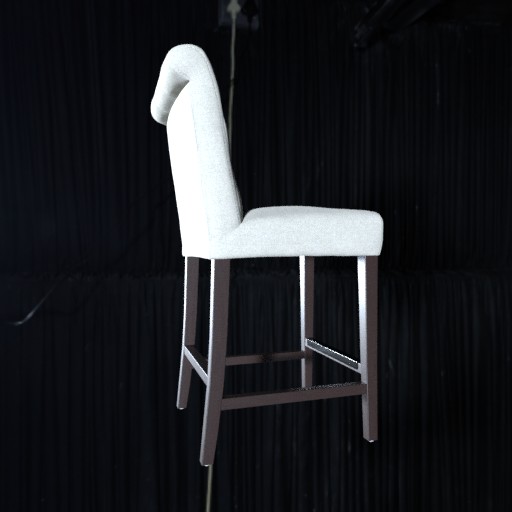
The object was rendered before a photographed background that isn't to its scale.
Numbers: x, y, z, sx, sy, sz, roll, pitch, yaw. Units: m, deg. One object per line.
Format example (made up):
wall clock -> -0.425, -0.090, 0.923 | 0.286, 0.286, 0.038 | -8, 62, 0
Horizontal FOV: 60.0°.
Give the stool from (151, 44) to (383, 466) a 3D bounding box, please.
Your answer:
stool -> 0.000, 0.000, 1.364 | 0.601, 1.040, 0.493 | 0, 1, -18
